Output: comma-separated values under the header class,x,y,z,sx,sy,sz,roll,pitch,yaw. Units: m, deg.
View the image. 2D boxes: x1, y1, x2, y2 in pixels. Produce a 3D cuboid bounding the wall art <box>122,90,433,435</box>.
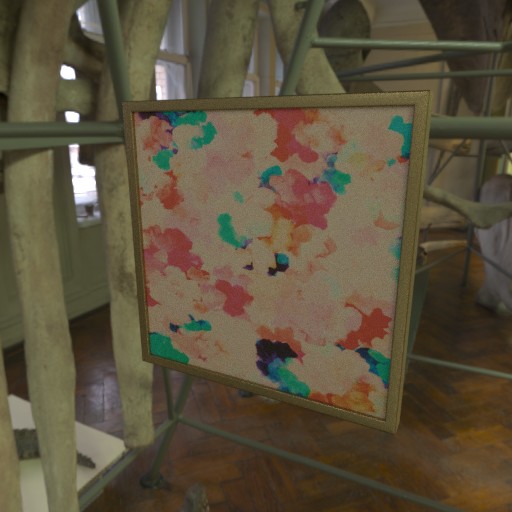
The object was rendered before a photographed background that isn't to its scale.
class,x,y,z,sx,sy,sz,roll,pitch,yaw
wall art,0.000,0.000,0.753,0.510,0.509,0.037,8,18,26
